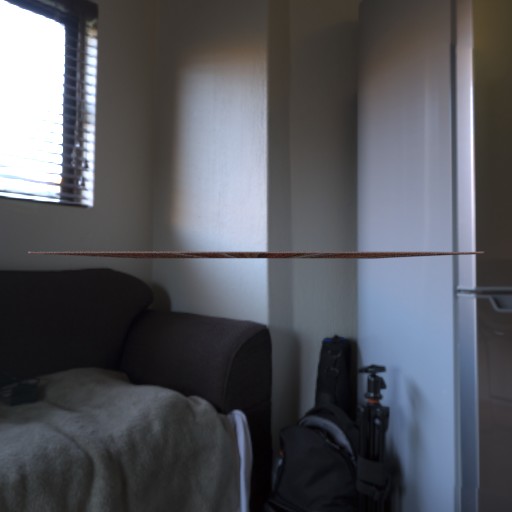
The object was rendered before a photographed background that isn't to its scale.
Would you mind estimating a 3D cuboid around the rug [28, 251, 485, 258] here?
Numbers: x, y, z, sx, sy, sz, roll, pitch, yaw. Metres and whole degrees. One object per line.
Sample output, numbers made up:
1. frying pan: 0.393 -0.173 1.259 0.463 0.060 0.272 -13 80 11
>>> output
1. rug: 0.000 0.000 4.206 3.092 0.023 2.479 0 -1 -1
